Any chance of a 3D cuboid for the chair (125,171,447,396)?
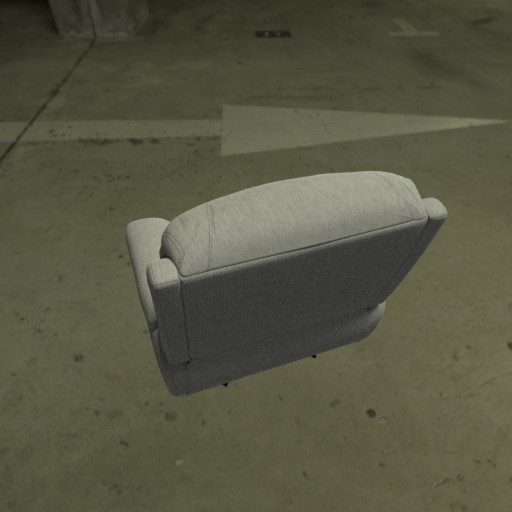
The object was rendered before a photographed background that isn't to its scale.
[{"bbox_3d":[0.000,0.000,1.735,0.930,1.011,0.899,-14,43,-15],"label":"chair"}]
